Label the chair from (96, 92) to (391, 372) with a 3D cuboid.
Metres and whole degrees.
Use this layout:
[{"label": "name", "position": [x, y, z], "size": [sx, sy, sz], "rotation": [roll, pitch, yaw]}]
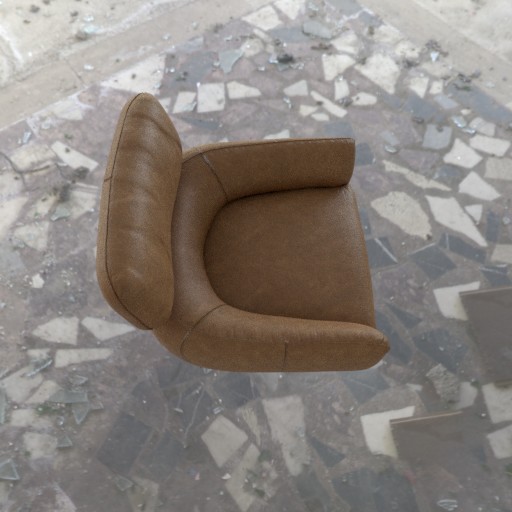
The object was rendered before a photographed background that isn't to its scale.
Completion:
[{"label": "chair", "position": [0.000, 0.000, 1.351], "size": [0.715, 0.812, 0.706], "rotation": [-1, 62, -1]}]
